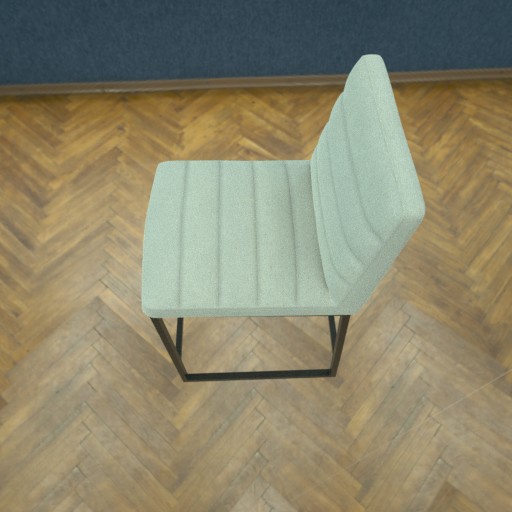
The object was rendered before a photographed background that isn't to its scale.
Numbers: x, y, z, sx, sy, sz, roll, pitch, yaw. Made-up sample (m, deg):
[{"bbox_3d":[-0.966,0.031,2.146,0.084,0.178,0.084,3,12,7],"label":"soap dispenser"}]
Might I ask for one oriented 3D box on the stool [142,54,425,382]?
[{"bbox_3d":[0.000,0.000,1.253,0.567,0.971,0.459,-2,59,-1],"label":"stool"}]
